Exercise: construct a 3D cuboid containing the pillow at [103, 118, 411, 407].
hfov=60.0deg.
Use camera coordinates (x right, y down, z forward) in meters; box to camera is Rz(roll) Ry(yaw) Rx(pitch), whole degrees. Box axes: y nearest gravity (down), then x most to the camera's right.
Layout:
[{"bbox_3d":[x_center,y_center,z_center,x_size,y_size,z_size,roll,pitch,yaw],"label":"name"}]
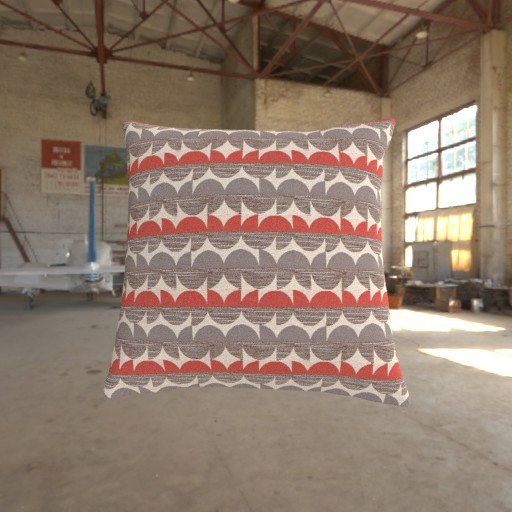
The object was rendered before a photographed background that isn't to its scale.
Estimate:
[{"bbox_3d":[0.000,0.000,0.640,0.420,0.410,0.180,0,0,2],"label":"pillow"}]
